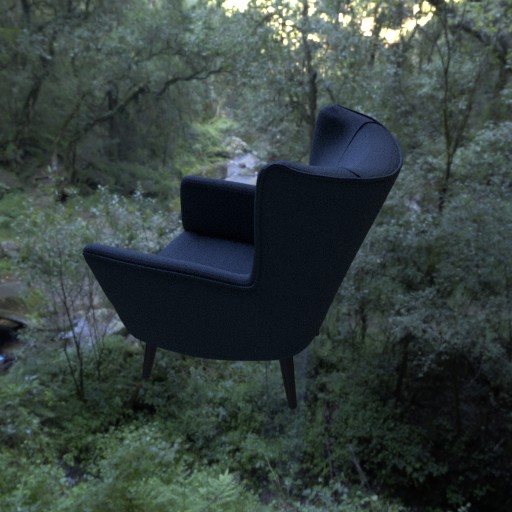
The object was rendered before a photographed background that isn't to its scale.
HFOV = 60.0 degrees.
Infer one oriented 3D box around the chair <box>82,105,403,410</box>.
[{"bbox_3d":[0.000,0.000,1.577,0.888,0.933,0.781,9,30,16],"label":"chair"}]
